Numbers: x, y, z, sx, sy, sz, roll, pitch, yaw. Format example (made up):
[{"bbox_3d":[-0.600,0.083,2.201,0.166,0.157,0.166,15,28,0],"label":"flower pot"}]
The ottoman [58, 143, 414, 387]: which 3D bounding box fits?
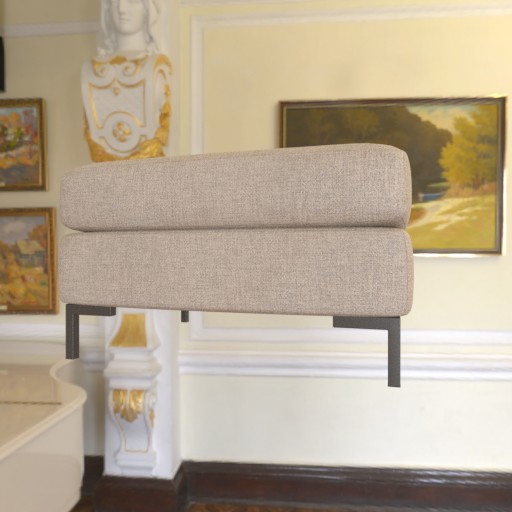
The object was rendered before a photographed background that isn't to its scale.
[{"bbox_3d":[0.000,0.000,1.238,0.820,0.490,0.671,0,0,17],"label":"ottoman"}]
